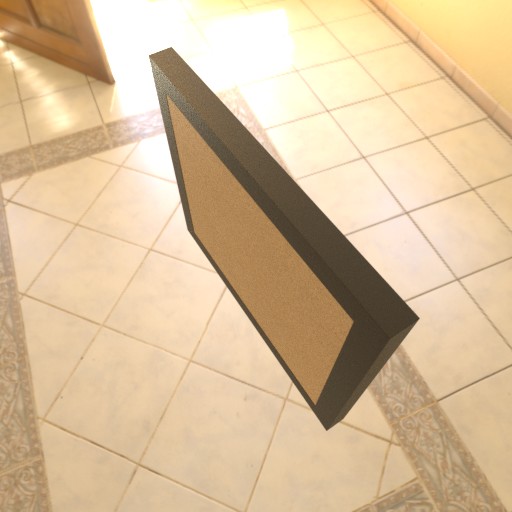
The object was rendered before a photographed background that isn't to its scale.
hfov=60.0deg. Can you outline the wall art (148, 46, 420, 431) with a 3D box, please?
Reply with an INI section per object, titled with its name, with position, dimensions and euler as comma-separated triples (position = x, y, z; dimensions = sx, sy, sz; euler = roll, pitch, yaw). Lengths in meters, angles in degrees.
[wall art]
position = 0.000, 0.000, 0.528
dimensions = 0.028, 0.321, 0.381
euler = -29, 62, -17
